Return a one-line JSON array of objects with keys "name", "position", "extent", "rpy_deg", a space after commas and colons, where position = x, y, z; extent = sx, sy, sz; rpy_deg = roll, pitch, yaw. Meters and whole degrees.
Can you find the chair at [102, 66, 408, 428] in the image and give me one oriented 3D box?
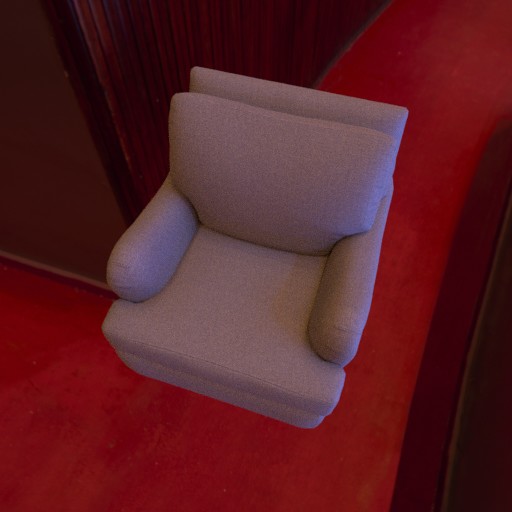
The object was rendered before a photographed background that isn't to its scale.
[{"name": "chair", "position": [0.000, 0.000, 1.848], "extent": [0.955, 1.038, 1.070], "rpy_deg": [15, 57, 10]}]
